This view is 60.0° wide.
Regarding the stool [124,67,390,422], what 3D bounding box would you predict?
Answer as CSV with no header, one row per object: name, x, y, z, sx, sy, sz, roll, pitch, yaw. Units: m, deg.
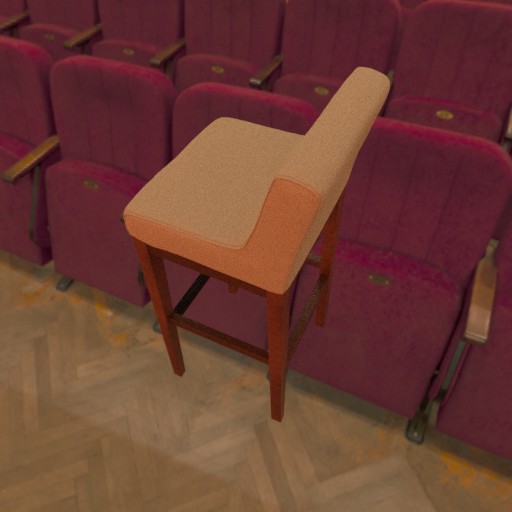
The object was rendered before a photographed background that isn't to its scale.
stool,0.000,0.000,1.343,0.500,1.037,0.511,19,49,17
